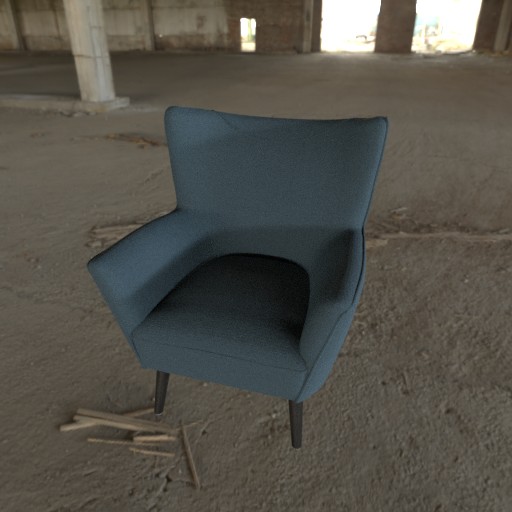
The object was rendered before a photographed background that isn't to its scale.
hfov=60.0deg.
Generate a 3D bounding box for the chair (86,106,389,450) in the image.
[{"bbox_3d":[0.000,0.000,1.566,0.781,0.933,0.888,8,28,15],"label":"chair"}]
